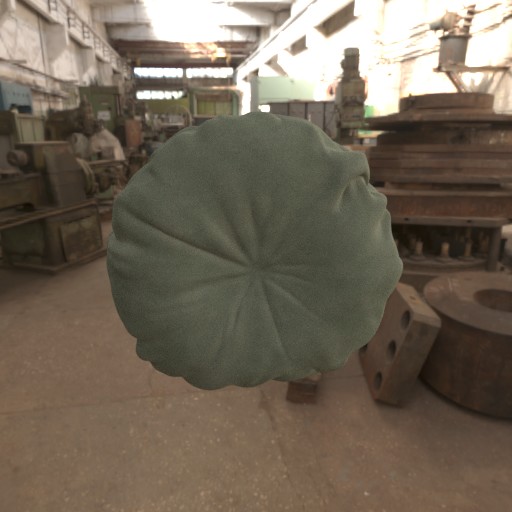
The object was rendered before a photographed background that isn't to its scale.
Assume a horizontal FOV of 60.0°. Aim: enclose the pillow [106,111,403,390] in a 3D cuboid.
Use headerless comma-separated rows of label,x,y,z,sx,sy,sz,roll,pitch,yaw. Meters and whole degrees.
pillow,0.000,0.000,0.657,0.428,0.407,0.148,-2,17,-6
